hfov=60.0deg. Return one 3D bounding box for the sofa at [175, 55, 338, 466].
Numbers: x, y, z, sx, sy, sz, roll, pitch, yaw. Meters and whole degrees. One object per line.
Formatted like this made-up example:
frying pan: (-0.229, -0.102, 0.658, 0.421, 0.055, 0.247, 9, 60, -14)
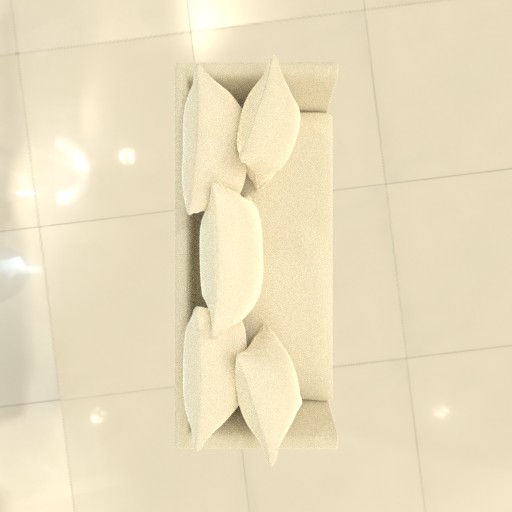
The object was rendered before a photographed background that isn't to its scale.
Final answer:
sofa: (0.000, 0.000, 2.829, 1.031, 1.034, 2.290, 0, 90, 0)
